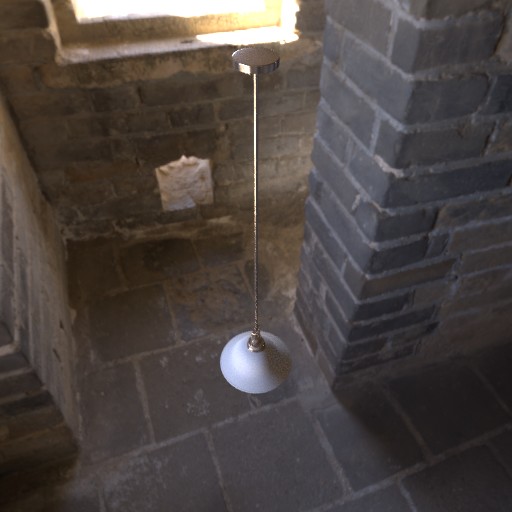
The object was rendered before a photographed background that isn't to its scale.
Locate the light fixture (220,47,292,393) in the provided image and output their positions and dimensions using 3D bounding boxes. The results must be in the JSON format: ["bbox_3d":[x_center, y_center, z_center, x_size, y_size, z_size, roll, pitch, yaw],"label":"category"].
[{"bbox_3d":[0.000,0.000,1.537,0.324,1.354,0.324,17,48,16],"label":"light fixture"}]
